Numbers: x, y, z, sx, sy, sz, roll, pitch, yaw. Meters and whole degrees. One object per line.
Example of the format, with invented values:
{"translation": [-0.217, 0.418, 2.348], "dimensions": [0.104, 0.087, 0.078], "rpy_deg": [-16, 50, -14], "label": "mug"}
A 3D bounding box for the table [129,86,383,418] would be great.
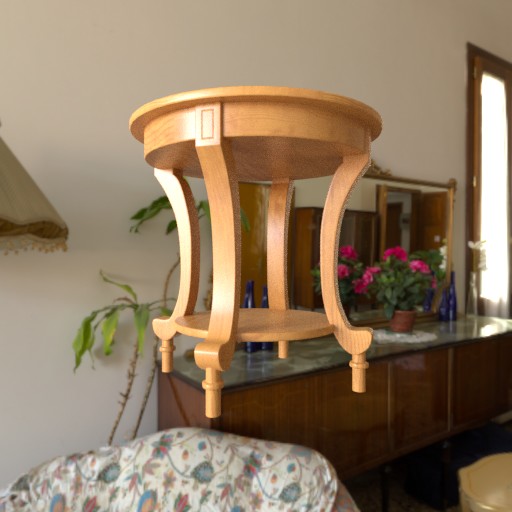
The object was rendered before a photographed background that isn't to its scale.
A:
{"translation": [0.000, 0.000, 1.089], "dimensions": [0.597, 0.612, 0.597], "rpy_deg": [0, 1, 0], "label": "table"}
